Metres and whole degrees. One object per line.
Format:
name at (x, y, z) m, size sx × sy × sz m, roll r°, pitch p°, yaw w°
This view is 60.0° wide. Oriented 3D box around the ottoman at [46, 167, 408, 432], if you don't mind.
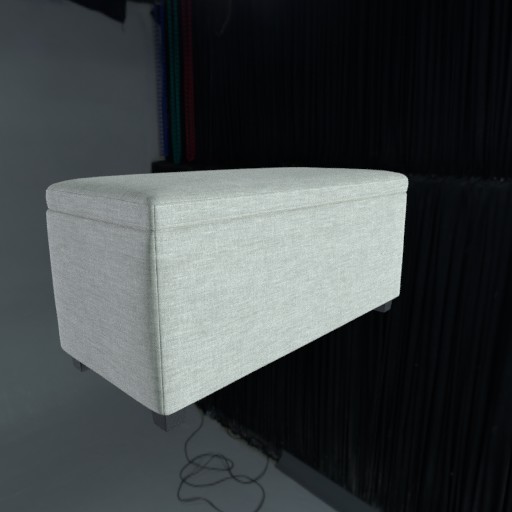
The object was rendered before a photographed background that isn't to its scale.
ottoman at (0.000, 0.000, 1.146) m, size 0.419 × 0.432 × 0.902 m, roll 12°, pitch 18°, yaw 42°
